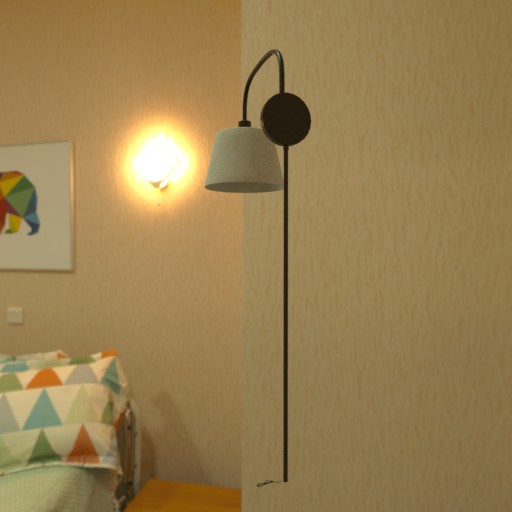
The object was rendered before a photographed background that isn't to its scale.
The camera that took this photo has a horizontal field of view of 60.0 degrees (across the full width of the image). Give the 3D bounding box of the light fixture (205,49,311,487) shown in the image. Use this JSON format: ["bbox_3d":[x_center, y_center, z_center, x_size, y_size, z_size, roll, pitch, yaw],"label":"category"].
[{"bbox_3d":[0.000,0.000,0.472,0.092,0.399,0.176,0,1,-18],"label":"light fixture"}]
